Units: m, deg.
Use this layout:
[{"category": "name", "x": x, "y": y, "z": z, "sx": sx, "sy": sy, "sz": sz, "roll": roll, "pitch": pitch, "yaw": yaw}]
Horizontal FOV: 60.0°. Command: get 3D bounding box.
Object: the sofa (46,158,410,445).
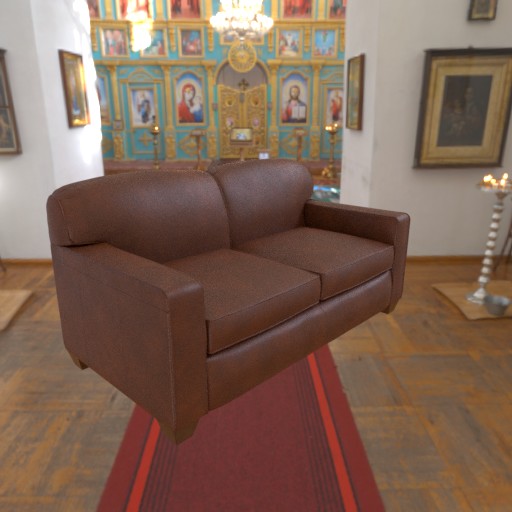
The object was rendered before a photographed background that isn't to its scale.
[{"category": "sofa", "x": 0.000, "y": 0.000, "z": 2.471, "sx": 1.000, "sy": 0.966, "sz": 1.856, "roll": 15, "pitch": 23, "yaw": 41}]
